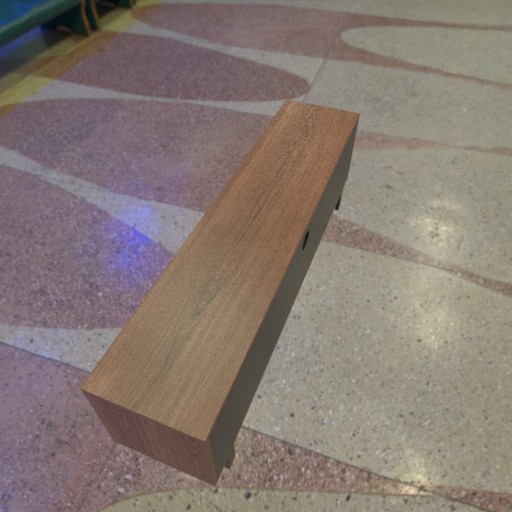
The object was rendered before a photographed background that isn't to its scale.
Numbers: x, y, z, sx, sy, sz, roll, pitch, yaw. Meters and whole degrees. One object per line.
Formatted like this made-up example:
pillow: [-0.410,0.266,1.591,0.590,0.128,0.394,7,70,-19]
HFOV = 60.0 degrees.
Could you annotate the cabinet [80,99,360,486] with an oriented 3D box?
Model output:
cabinet: [0.000,0.000,1.829,0.400,0.500,1.650,17,50,15]
